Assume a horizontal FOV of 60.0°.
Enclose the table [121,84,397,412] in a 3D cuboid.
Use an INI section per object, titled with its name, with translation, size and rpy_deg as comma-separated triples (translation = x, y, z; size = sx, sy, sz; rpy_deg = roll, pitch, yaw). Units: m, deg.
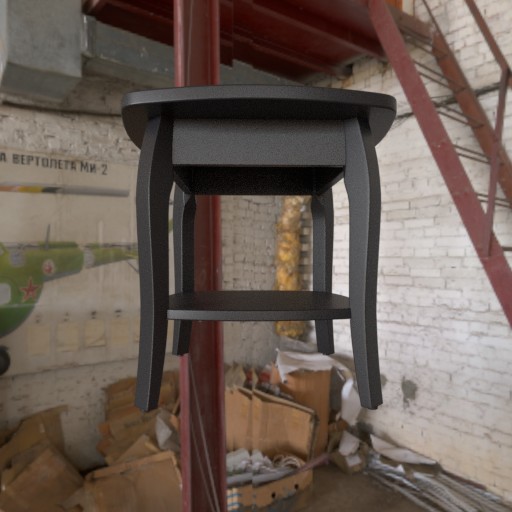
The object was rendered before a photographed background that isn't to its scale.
[table]
translation = 0.000, 0.000, 0.842
size = 0.457, 0.457, 0.508
rpy_deg = 0, 0, -2
